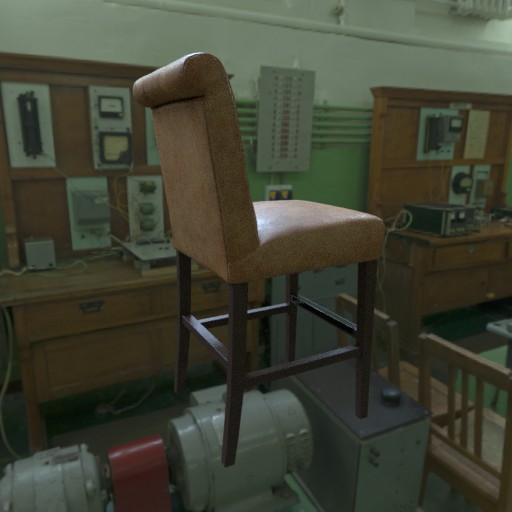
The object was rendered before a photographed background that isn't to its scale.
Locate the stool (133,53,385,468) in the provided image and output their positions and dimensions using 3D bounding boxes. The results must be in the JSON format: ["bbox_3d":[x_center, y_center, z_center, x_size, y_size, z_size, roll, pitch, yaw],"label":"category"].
[{"bbox_3d":[0.000,0.000,1.360,0.601,1.047,0.493,-8,16,-27],"label":"stool"}]
